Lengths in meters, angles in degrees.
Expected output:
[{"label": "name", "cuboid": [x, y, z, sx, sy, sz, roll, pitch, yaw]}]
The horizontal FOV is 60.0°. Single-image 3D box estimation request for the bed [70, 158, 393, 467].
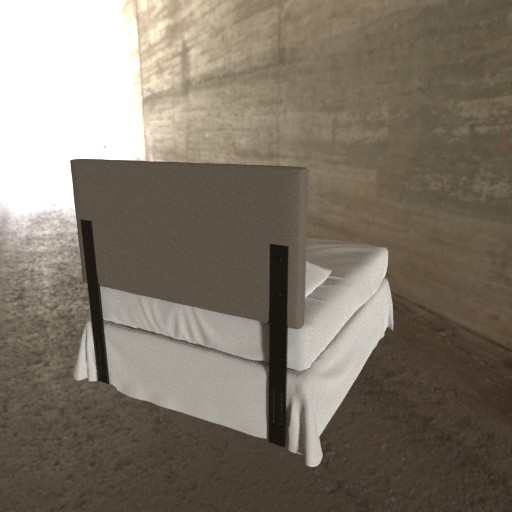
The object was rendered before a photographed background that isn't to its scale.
[{"label": "bed", "cuboid": [0.000, 0.000, 3.532, 1.936, 1.577, 2.222, 8, 18, 27]}]
